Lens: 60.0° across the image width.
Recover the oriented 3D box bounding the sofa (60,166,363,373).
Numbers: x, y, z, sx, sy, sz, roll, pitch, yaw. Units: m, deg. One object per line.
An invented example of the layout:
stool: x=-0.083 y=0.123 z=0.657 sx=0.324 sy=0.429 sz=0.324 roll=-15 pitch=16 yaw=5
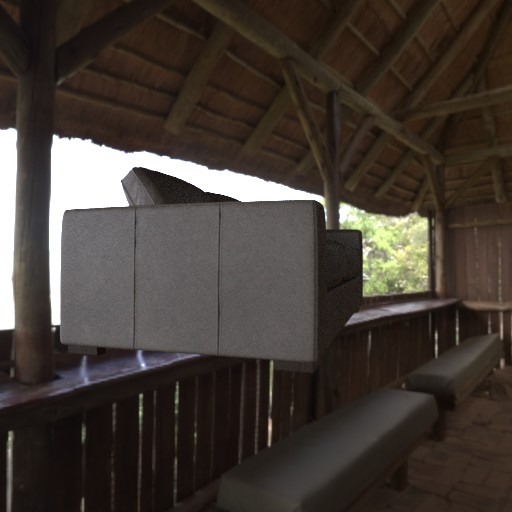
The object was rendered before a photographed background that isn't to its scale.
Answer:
sofa: x=0.000 y=0.000 z=2.515 sx=1.070 sy=0.800 sz=1.920 roll=0 pitch=0 yaw=18
